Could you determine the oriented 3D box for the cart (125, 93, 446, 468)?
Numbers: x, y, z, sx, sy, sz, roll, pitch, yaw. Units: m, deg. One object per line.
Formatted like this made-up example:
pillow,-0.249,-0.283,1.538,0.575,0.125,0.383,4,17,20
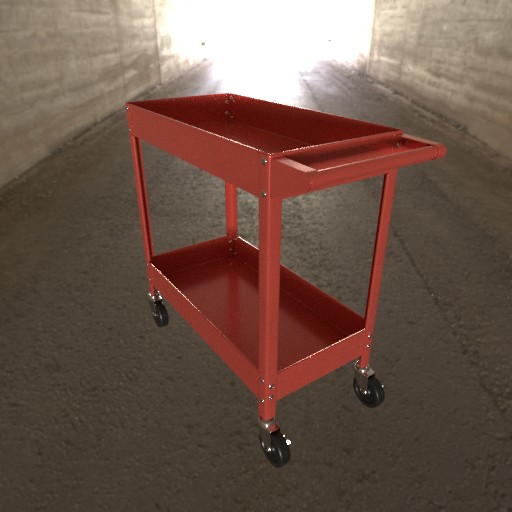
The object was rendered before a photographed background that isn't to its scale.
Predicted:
cart,0.000,0.000,1.180,0.366,0.719,0.779,-18,32,-30
